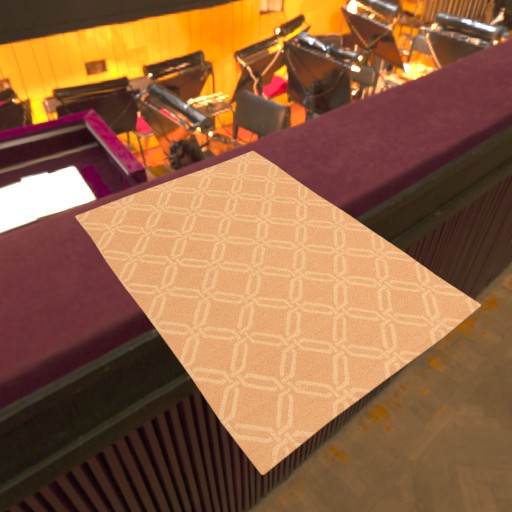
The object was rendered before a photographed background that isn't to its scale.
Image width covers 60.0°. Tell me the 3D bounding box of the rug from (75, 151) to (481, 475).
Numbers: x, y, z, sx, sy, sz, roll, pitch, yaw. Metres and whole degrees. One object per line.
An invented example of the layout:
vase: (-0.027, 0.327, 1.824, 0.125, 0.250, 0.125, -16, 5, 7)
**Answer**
rug: (0.000, 0.000, 2.723, 1.524, 0.013, 2.135, -27, 49, -26)
